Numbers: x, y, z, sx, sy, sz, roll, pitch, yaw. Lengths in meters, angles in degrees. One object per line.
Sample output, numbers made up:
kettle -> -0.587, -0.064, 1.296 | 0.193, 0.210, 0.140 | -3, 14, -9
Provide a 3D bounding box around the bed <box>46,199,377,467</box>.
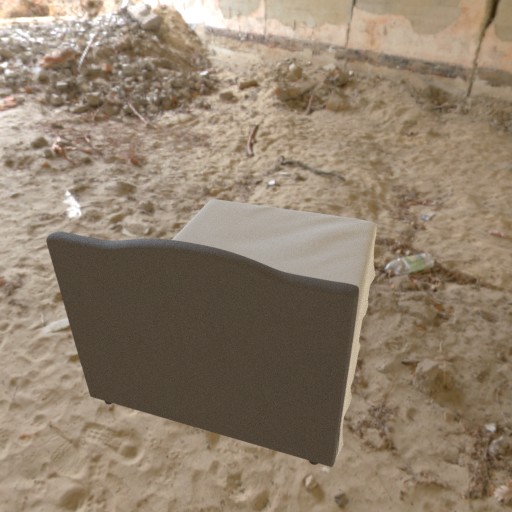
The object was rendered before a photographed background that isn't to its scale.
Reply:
bed -> 0.000, 0.000, 3.454 | 1.821, 1.436, 2.282 | 10, 34, 15
